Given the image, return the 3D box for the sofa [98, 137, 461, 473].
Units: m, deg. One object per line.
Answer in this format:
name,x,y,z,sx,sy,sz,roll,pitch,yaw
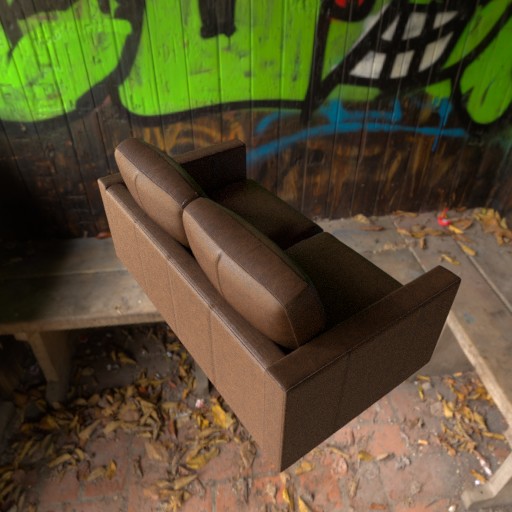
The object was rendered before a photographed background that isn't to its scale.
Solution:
sofa,0.000,0.000,2.143,0.909,0.951,1.578,-24,45,-27
